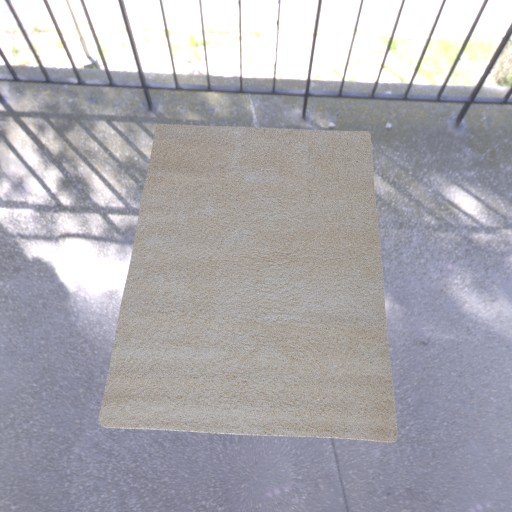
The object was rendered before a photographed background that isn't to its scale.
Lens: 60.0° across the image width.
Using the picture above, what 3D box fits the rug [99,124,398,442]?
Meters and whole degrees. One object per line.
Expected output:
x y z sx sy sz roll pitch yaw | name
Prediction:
0.000 0.000 2.126 1.199 0.025 1.600 2 63 1 | rug
